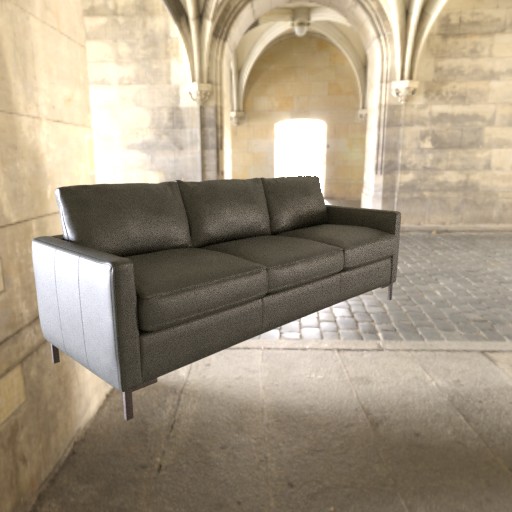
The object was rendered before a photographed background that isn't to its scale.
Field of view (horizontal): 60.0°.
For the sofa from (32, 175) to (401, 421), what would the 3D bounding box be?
[{"bbox_3d":[0.000,0.000,2.372,0.748,0.805,2.029,12,17,43],"label":"sofa"}]
